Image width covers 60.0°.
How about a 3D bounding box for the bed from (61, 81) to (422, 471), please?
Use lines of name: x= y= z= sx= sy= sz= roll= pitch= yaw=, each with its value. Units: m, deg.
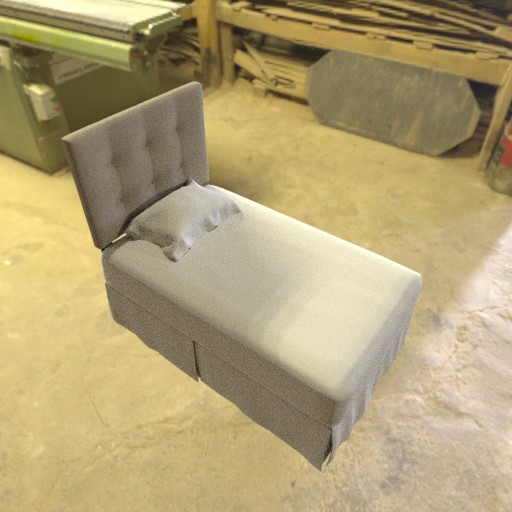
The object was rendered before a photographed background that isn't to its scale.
bed: x=0.000 y=0.000 z=2.951 sx=1.997 sy=1.571 sz=1.261 roll=26 pitch=48 yaw=27
